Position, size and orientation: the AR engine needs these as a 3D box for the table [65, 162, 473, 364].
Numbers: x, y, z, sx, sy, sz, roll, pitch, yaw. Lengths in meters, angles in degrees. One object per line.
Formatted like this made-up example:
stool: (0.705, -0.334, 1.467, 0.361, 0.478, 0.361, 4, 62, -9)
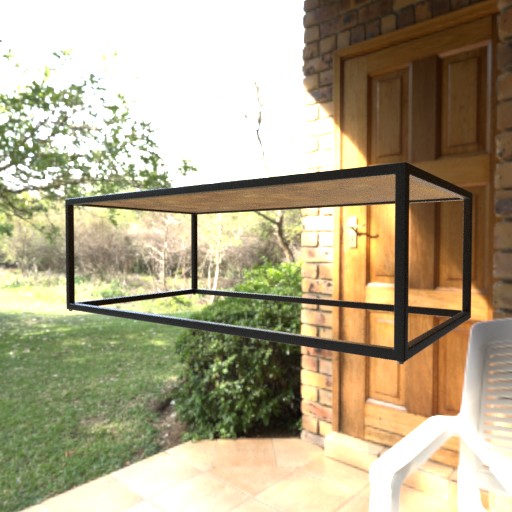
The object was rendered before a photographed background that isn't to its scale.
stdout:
table: (0.000, 0.000, 1.479, 1.199, 0.398, 0.649, 1, 2, 36)
